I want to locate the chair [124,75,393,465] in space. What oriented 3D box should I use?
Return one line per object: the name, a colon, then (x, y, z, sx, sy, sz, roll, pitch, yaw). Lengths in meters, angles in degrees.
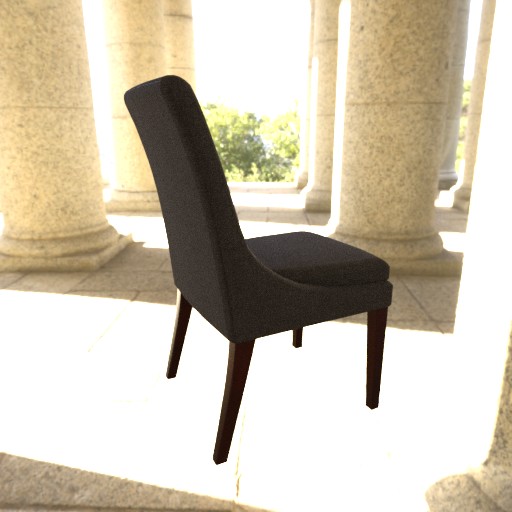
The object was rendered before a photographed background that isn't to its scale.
chair: (0.000, 0.000, 1.338, 0.655, 0.952, 0.508, -8, 18, -25)
